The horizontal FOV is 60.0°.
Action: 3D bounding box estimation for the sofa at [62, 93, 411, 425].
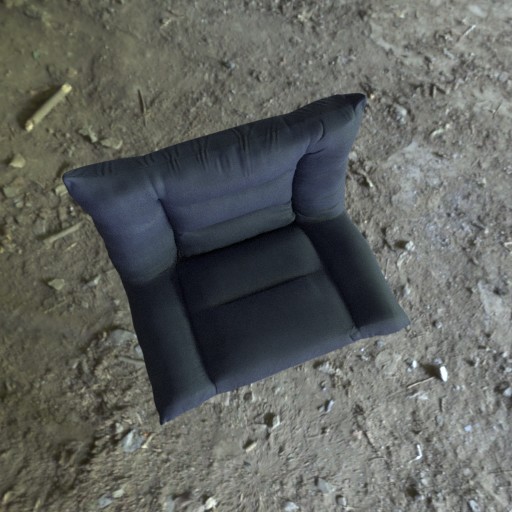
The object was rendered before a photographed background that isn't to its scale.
[{"bbox_3d":[0.000,0.000,1.734,1.122,0.778,0.849,-19,65,-9],"label":"sofa"}]
